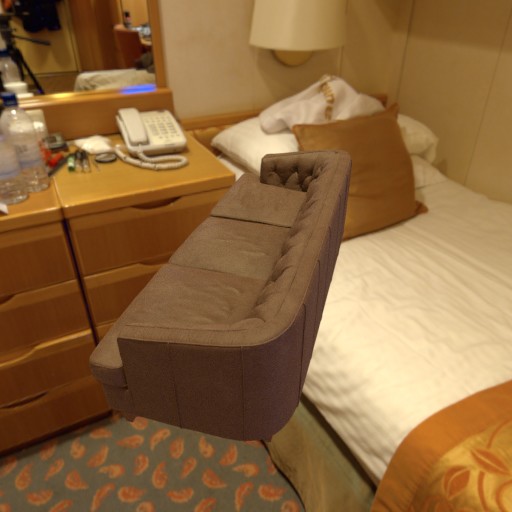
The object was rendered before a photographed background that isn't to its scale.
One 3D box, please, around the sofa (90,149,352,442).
[{"bbox_3d":[0.000,0.000,2.733,0.927,0.787,2.227,9,34,14],"label":"sofa"}]
